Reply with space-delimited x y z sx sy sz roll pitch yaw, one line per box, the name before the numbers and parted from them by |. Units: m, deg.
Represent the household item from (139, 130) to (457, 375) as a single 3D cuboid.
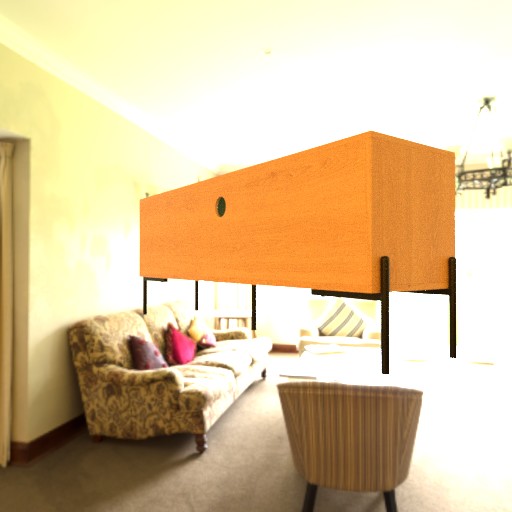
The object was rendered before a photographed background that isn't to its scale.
household item | 0.000 0.000 1.810 0.400 0.600 1.550 1 -1 -36
